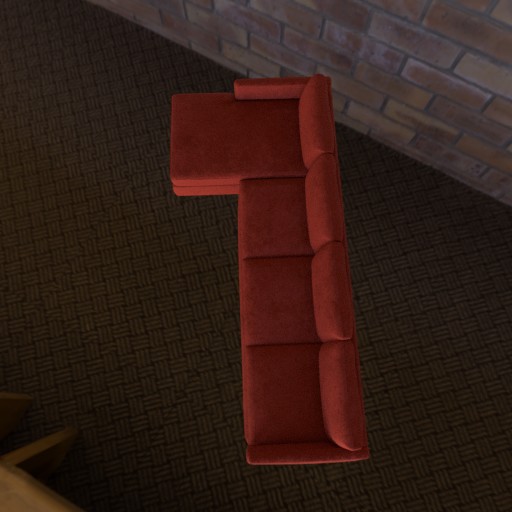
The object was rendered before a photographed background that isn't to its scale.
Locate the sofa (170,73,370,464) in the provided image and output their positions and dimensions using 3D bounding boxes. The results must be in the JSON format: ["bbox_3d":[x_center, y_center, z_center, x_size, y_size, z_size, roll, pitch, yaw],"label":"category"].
[{"bbox_3d":[0.000,0.000,2.870,1.136,0.663,2.467,-2,74,-1],"label":"sofa"}]
